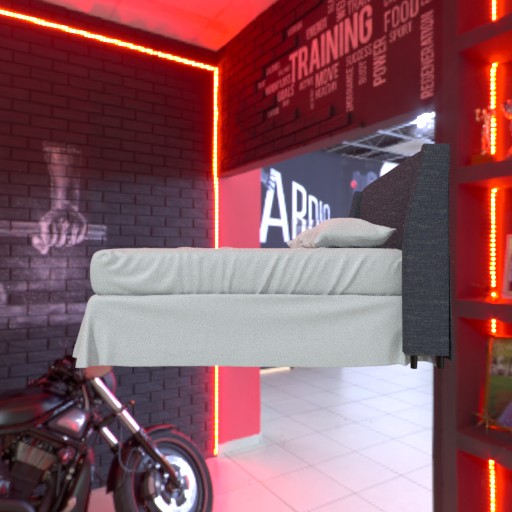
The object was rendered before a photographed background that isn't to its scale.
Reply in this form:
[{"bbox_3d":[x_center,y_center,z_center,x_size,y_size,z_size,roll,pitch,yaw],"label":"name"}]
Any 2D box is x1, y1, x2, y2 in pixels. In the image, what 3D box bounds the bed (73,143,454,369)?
[{"bbox_3d":[0.000,0.000,3.492,2.276,1.332,1.925,0,0,0],"label":"bed"}]
